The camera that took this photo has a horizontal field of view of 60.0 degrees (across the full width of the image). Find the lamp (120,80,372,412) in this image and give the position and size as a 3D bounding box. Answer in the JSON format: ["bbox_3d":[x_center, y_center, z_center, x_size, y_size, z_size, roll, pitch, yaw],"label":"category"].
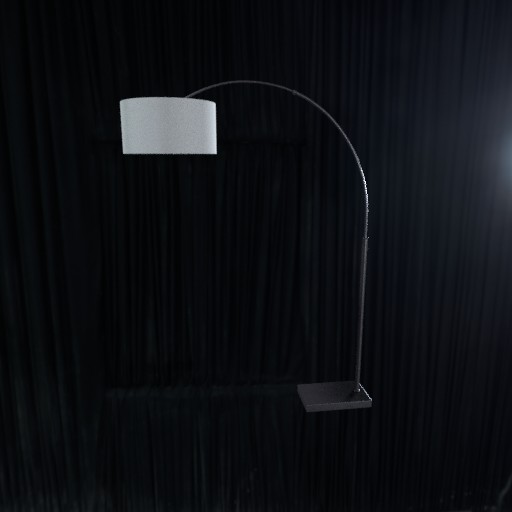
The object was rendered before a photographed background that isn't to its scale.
[{"bbox_3d":[0.000,0.000,2.590,1.424,1.927,0.493,-2,13,-8],"label":"lamp"}]
